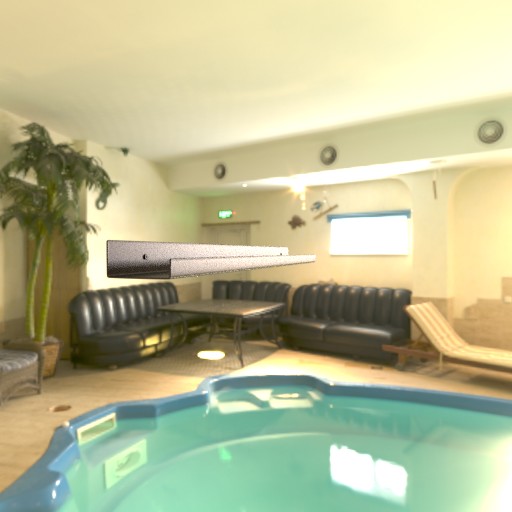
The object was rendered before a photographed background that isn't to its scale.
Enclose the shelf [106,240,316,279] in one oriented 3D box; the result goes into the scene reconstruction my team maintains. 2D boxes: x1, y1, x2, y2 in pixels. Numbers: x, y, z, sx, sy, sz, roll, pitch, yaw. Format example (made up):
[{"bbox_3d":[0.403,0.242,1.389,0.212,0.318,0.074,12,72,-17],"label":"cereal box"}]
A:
[{"bbox_3d":[0.000,0.000,0.984,0.092,0.049,0.924,0,1,18],"label":"shelf"}]
